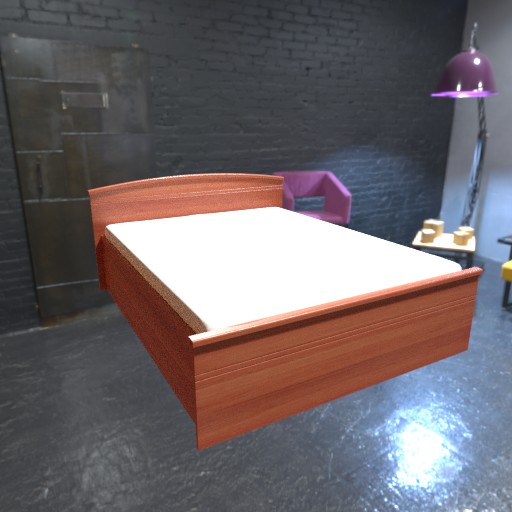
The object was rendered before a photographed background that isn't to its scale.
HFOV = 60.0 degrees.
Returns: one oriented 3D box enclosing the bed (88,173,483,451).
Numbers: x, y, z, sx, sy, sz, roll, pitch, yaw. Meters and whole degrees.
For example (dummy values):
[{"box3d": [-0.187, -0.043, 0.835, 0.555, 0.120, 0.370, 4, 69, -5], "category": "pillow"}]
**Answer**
[{"box3d": [0.000, 0.000, 2.896, 1.683, 0.848, 2.053, -9, 19, -28], "category": "bed"}]
